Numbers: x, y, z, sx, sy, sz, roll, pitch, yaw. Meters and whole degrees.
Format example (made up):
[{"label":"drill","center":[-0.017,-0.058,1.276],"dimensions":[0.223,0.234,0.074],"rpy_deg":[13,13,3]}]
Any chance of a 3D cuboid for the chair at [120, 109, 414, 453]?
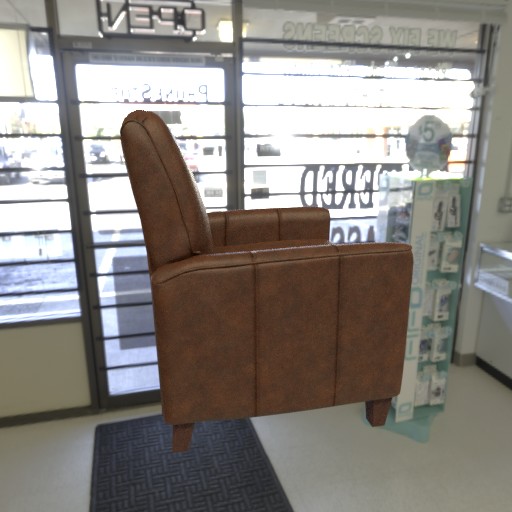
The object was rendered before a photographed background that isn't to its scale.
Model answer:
[{"label":"chair","center":[0.000,0.000,1.627],"dimensions":[0.850,1.010,0.839],"rpy_deg":[-3,15,-11]}]
